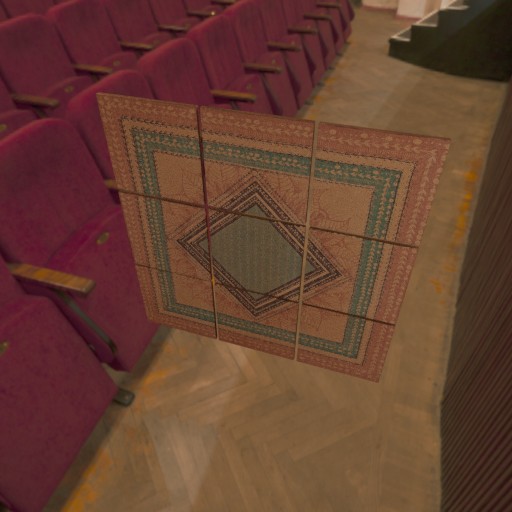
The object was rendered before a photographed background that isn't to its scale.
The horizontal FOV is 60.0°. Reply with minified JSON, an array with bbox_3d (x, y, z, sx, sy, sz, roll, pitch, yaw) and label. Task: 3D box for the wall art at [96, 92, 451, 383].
[{"bbox_3d":[0.000,0.000,1.389,0.915,0.914,0.013,12,41,14],"label":"wall art"}]
